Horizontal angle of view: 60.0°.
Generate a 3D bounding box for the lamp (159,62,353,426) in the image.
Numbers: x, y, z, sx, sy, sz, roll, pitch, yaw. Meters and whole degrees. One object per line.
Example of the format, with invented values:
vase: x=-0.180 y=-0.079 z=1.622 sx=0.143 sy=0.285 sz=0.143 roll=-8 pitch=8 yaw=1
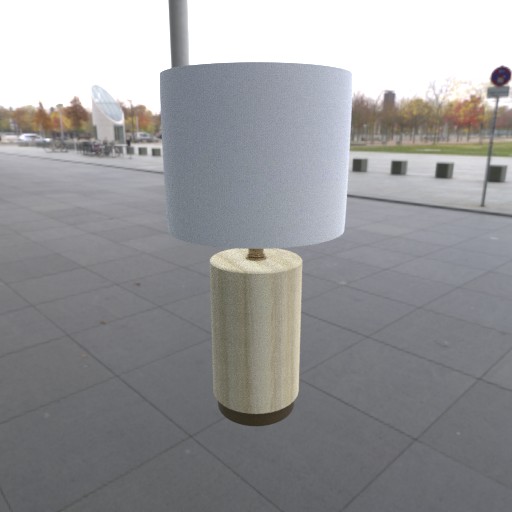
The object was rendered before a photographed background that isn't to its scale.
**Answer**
lamp: x=0.000 y=0.000 z=0.588 sx=0.228 sy=0.444 sz=0.228 roll=-8 pitch=18 yaw=-27
